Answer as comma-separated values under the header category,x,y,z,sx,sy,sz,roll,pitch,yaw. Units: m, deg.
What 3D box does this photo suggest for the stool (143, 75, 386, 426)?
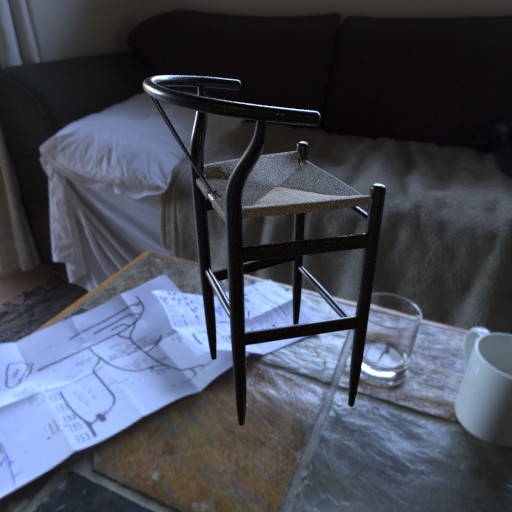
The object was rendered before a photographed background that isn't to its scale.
category,x,y,z,sx,sy,sz,roll,pitch,yaw
stool,0.000,0.000,1.417,0.579,1.072,0.569,-10,31,-18
